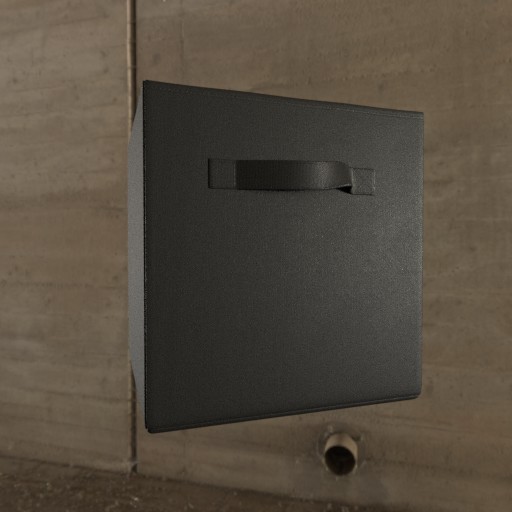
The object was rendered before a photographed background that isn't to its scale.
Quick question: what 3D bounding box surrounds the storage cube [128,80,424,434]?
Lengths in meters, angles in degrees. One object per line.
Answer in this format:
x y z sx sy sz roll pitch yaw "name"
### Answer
0.000 0.000 0.499 0.270 0.280 0.270 0 1 -19 "storage cube"
